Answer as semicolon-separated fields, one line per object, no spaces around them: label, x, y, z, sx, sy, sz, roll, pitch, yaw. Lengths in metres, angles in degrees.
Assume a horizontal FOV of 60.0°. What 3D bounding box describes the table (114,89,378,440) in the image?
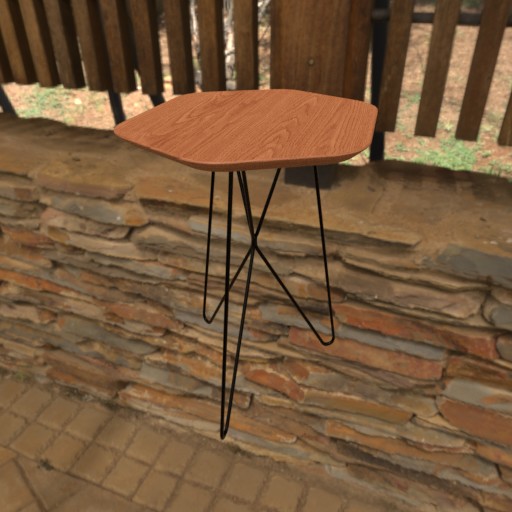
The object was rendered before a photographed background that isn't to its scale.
table;0.000;0.000;0.905;0.400;0.562;0.500;8;32;14
